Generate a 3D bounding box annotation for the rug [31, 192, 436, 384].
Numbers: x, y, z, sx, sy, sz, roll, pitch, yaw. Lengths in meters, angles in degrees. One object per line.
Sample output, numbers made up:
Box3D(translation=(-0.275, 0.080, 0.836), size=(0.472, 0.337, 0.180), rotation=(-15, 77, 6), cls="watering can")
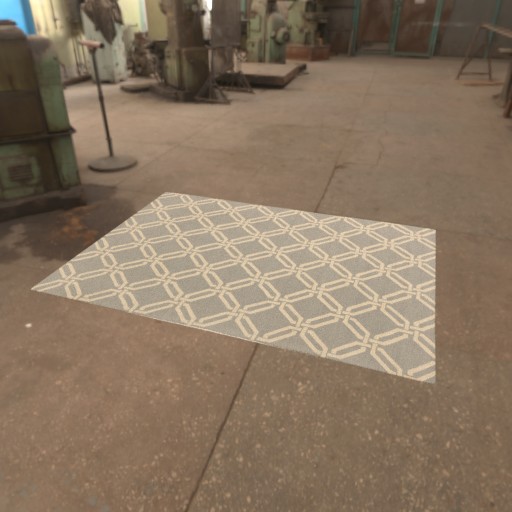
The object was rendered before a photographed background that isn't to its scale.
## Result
Box3D(translation=(0.000, 0.000, 2.784), size=(2.133, 0.013, 1.522), rotation=(10, 32, 17), cls="rug")
